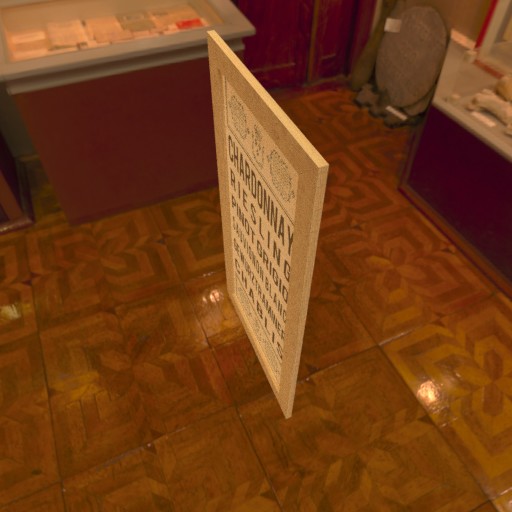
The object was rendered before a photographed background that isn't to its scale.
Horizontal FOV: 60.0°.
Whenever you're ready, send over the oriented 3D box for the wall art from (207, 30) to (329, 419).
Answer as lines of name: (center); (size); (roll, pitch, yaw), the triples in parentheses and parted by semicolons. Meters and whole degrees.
wall art: (0.000, 0.000, 0.844); (0.013, 0.683, 0.381); (-17, 51, -15)
